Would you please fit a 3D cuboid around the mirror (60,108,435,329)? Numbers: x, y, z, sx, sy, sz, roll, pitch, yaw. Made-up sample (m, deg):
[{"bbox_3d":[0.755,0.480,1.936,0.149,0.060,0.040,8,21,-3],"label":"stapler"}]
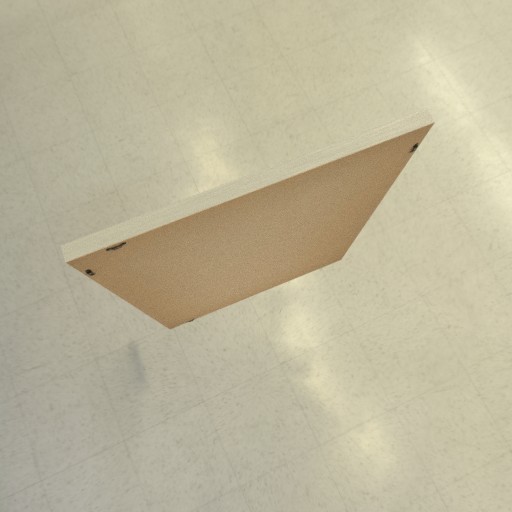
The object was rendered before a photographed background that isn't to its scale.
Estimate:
[{"bbox_3d":[0.000,0.000,1.337,0.762,1.016,0.040,-22,75,-6],"label":"mirror"}]
